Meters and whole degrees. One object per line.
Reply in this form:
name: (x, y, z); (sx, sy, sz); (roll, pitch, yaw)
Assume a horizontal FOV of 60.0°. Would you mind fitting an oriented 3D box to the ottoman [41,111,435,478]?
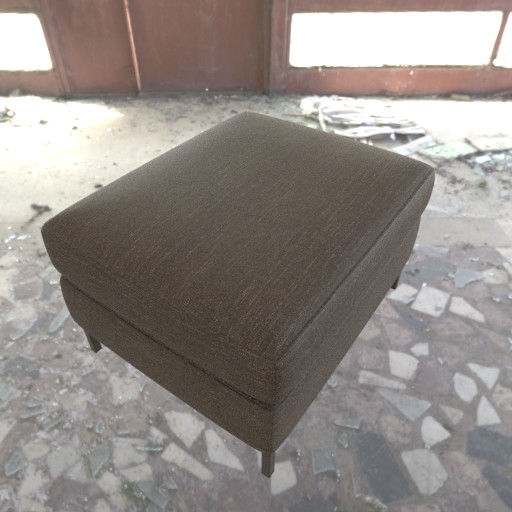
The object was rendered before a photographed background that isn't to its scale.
ottoman: (0.000, 0.000, 1.216); (0.671, 0.490, 0.820); (25, 47, 26)
